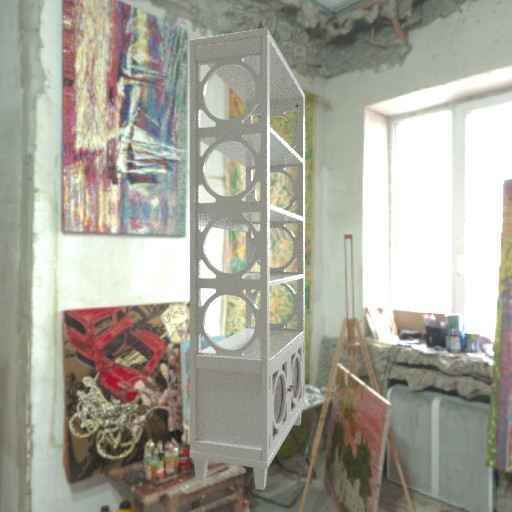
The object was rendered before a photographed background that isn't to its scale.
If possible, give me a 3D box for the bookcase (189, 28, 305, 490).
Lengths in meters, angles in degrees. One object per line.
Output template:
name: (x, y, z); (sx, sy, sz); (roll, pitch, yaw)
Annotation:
bookcase: (0.000, 0.000, 2.145); (0.361, 1.869, 0.761); (0, 0, 17)
